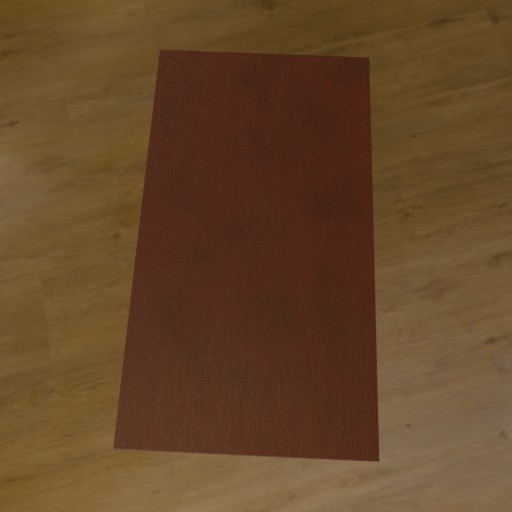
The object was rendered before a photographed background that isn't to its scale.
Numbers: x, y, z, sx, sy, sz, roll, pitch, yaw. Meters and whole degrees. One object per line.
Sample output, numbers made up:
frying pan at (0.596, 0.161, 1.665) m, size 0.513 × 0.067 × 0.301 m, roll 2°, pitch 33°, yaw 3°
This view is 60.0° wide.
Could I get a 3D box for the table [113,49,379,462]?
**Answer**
table at (0.000, 0.000, 1.221) m, size 0.533 × 0.456 × 0.943 m, roll 2°, pitch 75°, yaw 1°
